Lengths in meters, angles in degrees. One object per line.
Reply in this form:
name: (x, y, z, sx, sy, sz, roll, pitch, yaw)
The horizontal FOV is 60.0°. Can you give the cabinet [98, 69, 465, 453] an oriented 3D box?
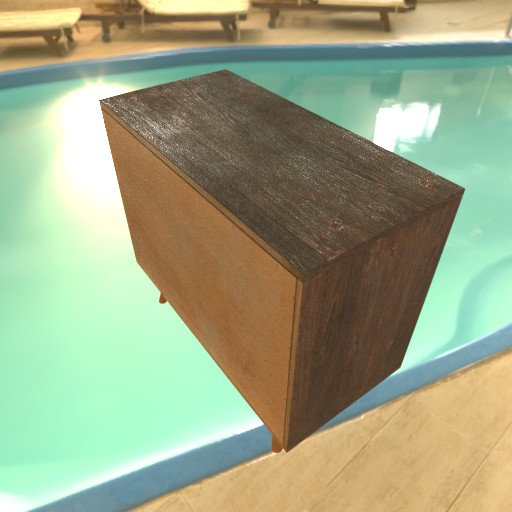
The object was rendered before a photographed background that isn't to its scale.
cabinet: (0.000, 0.000, 1.536, 0.529, 0.897, 1.023, -25, 47, -26)
